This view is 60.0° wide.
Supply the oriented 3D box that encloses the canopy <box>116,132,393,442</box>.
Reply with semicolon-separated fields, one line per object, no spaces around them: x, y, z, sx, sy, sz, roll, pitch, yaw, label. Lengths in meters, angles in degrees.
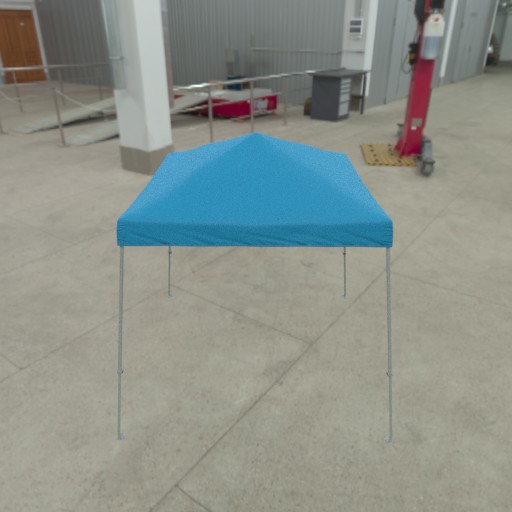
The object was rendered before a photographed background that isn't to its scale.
0.000;0.000;6.580;3.599;3.600;3.600;0;27;1;canopy
